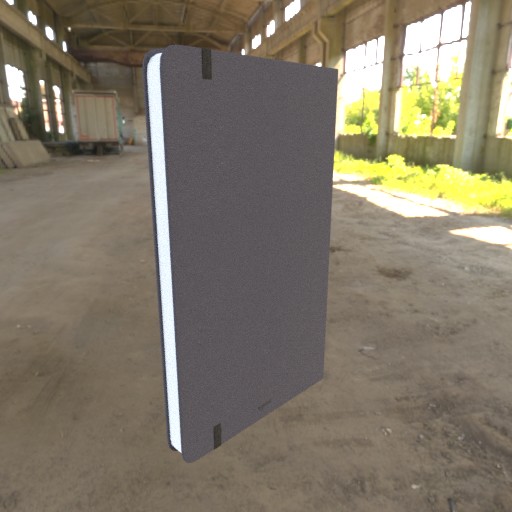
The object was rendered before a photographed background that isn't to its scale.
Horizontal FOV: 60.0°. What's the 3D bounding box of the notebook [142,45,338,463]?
[{"bbox_3d":[0.000,0.000,0.260,0.016,0.213,0.127,16,22,42],"label":"notebook"}]
